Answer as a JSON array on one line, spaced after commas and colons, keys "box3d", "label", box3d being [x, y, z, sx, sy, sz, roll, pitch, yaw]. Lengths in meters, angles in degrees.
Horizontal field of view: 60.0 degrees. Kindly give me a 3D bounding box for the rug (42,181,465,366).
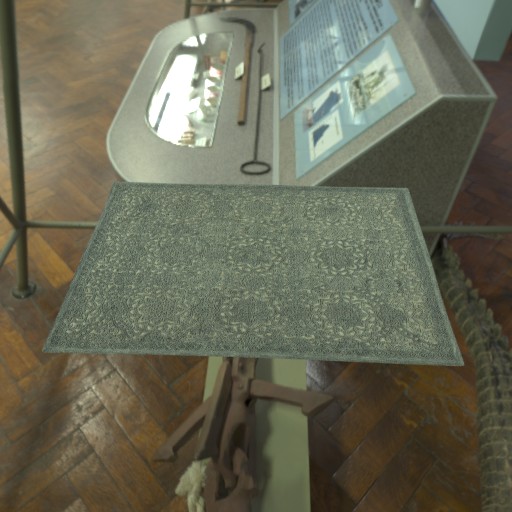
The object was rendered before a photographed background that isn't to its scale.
[{"box3d": [0.000, 0.000, 2.329, 1.830, 0.016, 1.224, 2, 46, 1], "label": "rug"}]
